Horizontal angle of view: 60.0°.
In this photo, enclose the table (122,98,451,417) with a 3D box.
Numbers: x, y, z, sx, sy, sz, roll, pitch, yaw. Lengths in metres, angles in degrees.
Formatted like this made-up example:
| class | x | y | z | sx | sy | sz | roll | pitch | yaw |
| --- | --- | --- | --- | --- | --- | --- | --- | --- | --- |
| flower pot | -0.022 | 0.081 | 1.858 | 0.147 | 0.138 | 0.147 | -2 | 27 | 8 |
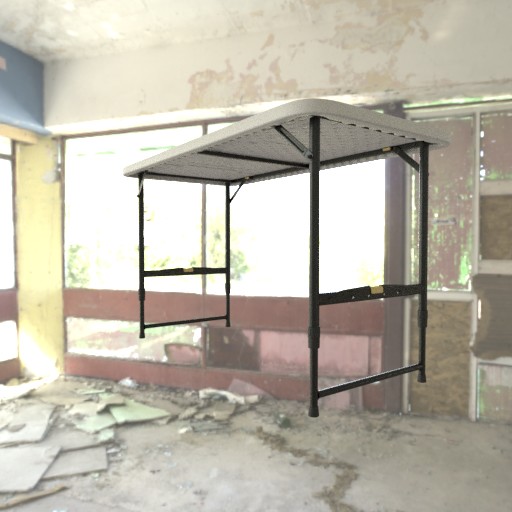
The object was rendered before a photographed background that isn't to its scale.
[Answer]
| class | x | y | z | sx | sy | sz | roll | pitch | yaw |
| --- | --- | --- | --- | --- | --- | --- | --- | --- | --- |
| table | 0.000 | 0.000 | 1.625 | 0.610 | 0.737 | 1.219 | -1 | 2 | -36 |
